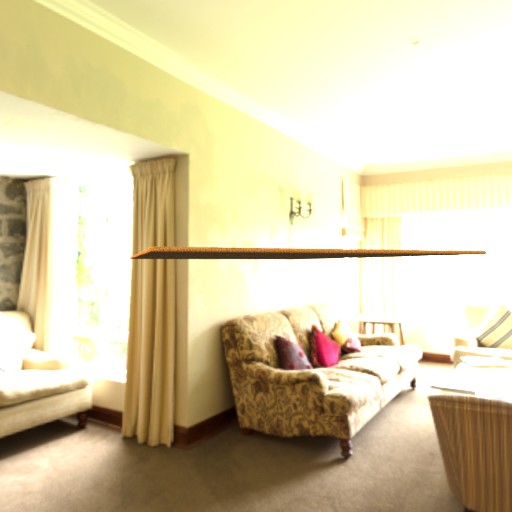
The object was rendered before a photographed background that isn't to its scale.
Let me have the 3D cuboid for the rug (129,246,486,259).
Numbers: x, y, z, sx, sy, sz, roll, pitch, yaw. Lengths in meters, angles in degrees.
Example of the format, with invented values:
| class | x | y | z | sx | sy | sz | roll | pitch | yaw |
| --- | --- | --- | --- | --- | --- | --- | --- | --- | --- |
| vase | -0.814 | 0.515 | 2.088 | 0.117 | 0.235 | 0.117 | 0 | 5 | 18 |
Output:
| class | x | y | z | sx | sy | sz | roll | pitch | yaw |
| --- | --- | --- | --- | --- | --- | --- | --- | --- | --- |
| rug | 0.000 | 0.000 | 2.324 | 1.225 | 0.015 | 1.840 | 0 | -1 | -18 |
